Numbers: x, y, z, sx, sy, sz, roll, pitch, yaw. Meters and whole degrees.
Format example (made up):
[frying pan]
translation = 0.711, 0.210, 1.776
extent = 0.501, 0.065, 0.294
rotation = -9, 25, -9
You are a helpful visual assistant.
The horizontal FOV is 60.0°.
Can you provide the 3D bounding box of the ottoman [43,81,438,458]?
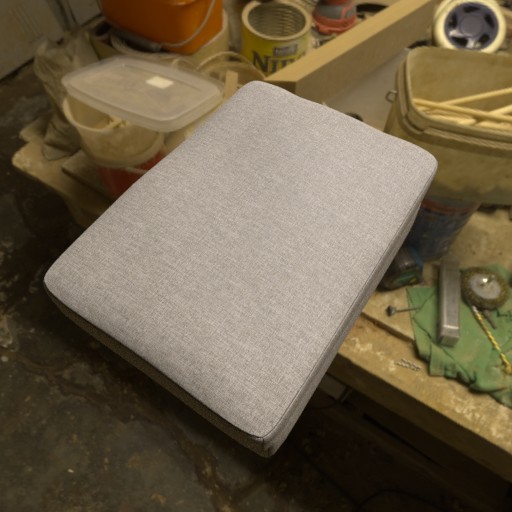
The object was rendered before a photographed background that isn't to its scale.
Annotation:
[ottoman]
translation = 0.000, 0.000, 1.232
extent = 0.639, 0.494, 0.873
rotation = 30, 62, 17
